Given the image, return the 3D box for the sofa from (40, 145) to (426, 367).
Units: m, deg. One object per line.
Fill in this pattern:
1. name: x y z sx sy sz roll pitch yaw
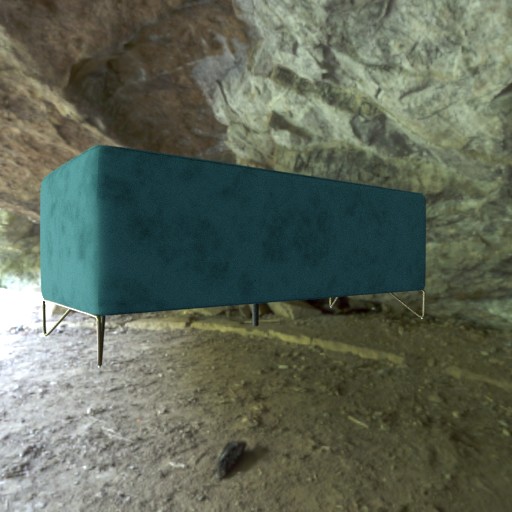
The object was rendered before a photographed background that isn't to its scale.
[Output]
1. sofa: 0.000 0.000 2.492 2.087 0.789 0.867 0 0 -38
